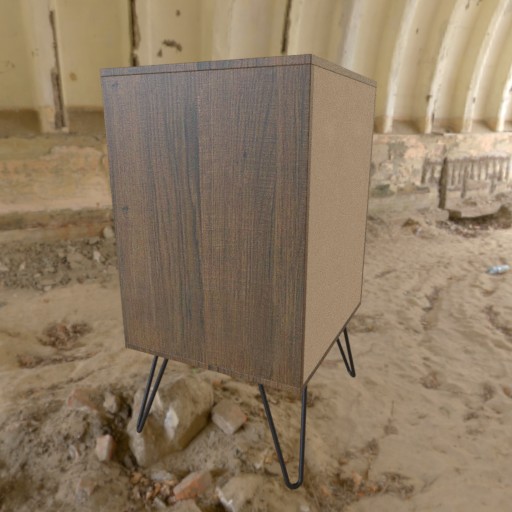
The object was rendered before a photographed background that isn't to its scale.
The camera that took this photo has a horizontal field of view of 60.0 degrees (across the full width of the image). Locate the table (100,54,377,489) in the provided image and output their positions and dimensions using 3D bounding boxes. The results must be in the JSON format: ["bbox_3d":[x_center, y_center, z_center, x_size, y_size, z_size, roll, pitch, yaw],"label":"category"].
[{"bbox_3d":[0.000,0.000,1.146,0.457,0.866,0.526,8,18,25],"label":"table"}]
